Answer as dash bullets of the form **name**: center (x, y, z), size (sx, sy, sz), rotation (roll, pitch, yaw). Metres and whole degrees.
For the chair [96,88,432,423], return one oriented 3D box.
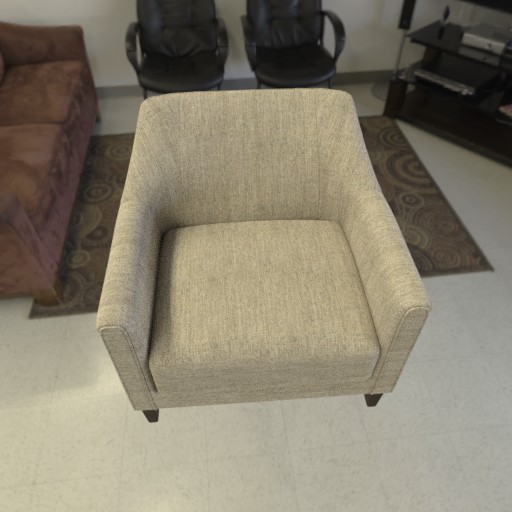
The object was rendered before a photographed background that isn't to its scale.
- **chair**: center (0.000, 0.000, 1.390), size (0.796, 0.761, 0.758), rotation (-3, 47, -3)
